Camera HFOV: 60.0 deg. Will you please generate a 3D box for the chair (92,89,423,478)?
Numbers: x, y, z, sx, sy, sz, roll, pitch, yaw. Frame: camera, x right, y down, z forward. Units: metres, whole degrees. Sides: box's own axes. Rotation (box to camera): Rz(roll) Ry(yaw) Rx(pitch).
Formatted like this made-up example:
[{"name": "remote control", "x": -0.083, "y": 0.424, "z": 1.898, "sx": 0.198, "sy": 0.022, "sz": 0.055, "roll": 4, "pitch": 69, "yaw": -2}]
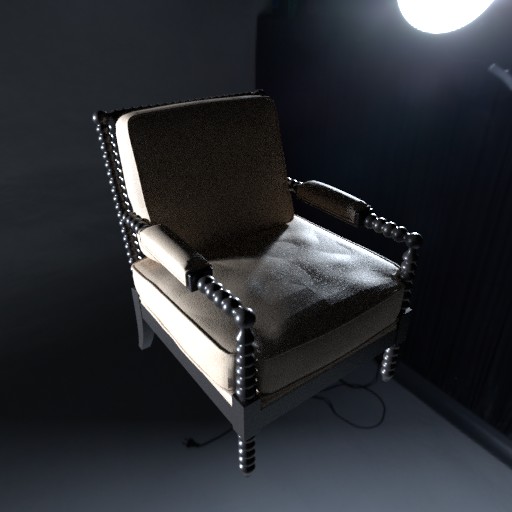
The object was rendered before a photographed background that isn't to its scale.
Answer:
[{"name": "chair", "x": 0.000, "y": 0.000, "z": 1.158, "sx": 0.555, "sy": 0.703, "sz": 0.657, "roll": -20, "pitch": 36, "yaw": -31}]
